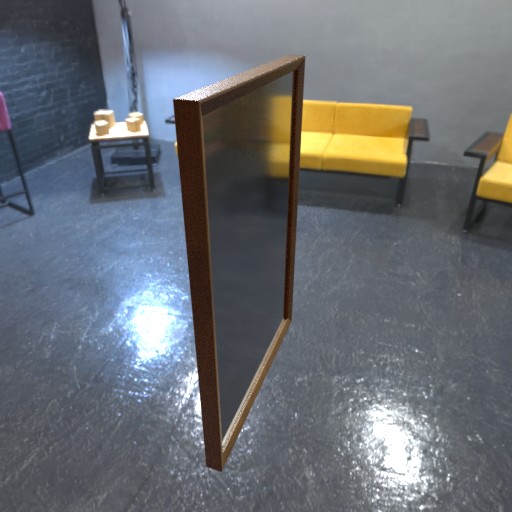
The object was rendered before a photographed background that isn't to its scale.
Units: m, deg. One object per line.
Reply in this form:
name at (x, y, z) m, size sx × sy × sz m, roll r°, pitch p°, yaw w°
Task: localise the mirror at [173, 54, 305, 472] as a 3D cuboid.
mirror at (0.000, 0.000, 0.914) m, size 0.039 × 0.711 × 0.508 m, roll 10°, pitch 32°, yaw 17°
